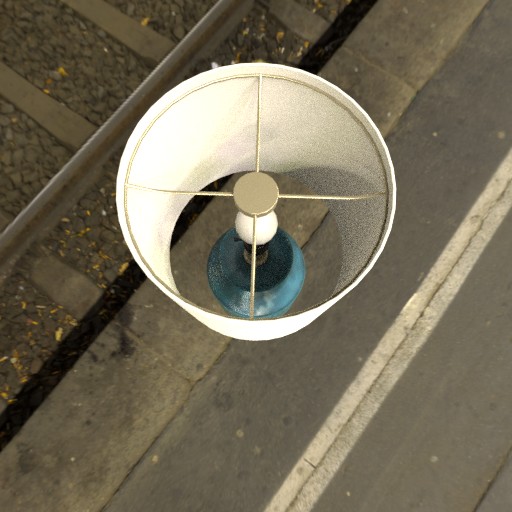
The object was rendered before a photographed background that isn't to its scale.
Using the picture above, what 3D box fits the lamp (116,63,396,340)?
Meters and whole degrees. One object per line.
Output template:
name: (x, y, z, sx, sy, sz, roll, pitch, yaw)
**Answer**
lamp: (0.000, 0.000, 0.555, 0.211, 0.455, 0.211, 15, 77, 4)
